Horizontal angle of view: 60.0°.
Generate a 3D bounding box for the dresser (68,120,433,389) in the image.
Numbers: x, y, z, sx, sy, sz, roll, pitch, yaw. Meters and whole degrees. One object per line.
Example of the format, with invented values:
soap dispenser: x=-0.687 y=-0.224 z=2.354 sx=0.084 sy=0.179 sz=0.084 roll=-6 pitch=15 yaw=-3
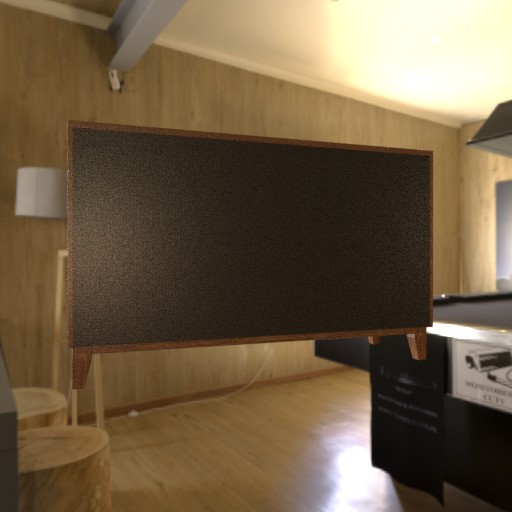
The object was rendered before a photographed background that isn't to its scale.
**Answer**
dresser: x=0.000 y=0.000 z=1.838 sx=1.400 sy=0.873 sz=0.446 roll=0 pitch=0 yaw=-17
